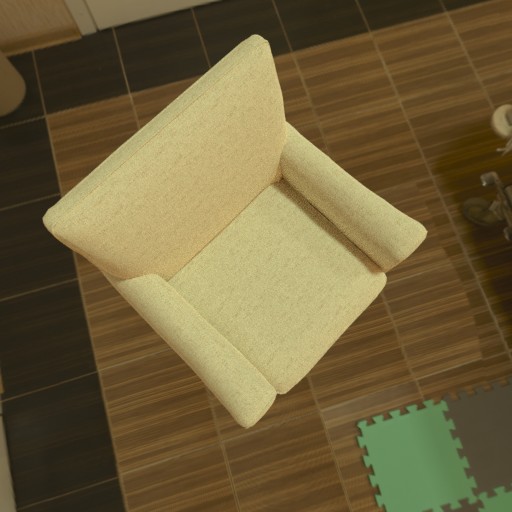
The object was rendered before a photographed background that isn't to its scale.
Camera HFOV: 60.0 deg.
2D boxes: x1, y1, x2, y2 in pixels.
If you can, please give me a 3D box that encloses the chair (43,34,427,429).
[{"bbox_3d":[0.000,0.000,1.606,0.823,0.943,0.870,43,80,10],"label":"chair"}]
